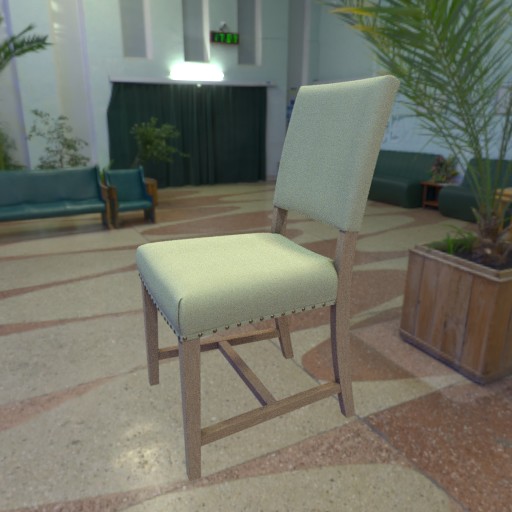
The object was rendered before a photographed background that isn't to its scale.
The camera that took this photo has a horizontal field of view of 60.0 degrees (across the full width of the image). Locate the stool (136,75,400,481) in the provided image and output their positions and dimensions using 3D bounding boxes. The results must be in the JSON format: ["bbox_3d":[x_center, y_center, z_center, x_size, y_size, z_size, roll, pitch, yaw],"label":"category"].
[{"bbox_3d":[0.000,0.000,1.318,0.623,0.986,0.508,-8,19,-24],"label":"stool"}]
